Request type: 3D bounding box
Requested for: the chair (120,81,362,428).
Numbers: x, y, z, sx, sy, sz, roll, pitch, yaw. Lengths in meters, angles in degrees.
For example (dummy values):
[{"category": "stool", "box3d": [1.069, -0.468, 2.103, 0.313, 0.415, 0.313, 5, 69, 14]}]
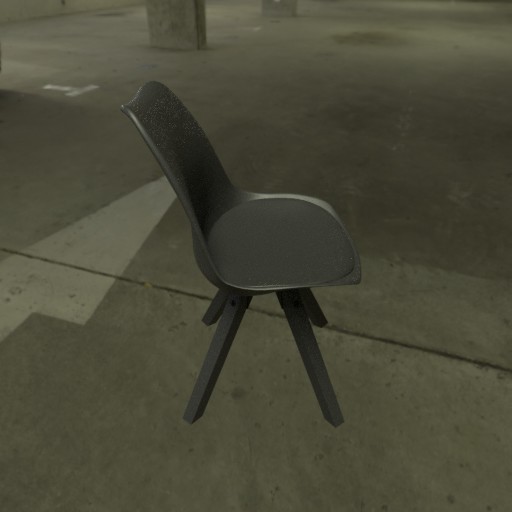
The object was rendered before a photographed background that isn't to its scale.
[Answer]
[{"category": "chair", "box3d": [0.000, 0.000, 1.200, 0.550, 0.850, 0.485, 1, 33, 1]}]
